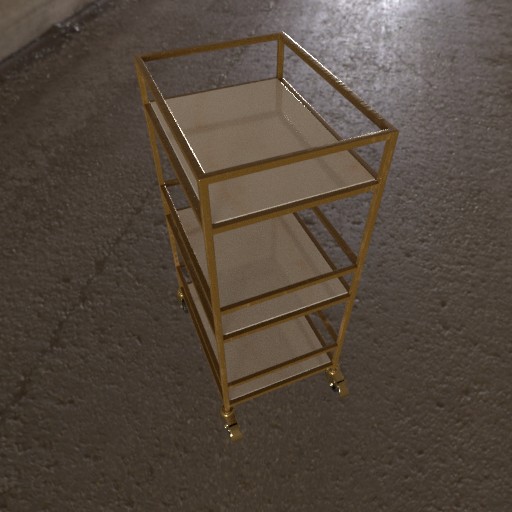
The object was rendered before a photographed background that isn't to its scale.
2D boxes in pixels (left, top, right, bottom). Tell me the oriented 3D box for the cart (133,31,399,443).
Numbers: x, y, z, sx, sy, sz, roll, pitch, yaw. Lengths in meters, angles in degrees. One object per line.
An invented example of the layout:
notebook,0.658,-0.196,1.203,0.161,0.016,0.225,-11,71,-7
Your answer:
cart,0.000,0.000,0.994,0.332,0.761,0.483,-17,49,-15
